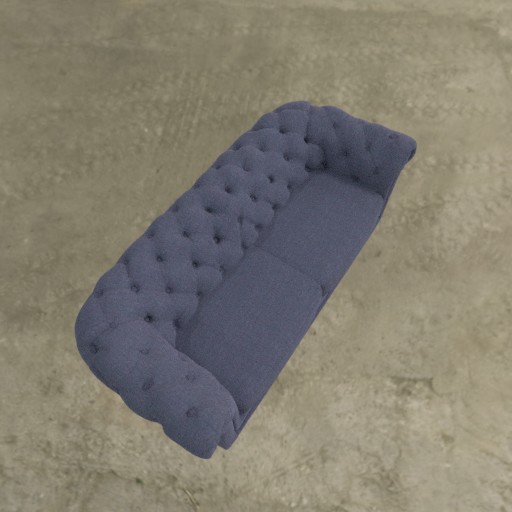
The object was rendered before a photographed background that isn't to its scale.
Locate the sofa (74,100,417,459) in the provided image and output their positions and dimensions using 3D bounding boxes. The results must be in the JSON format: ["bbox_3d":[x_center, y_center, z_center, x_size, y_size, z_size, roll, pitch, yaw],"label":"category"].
[{"bbox_3d":[0.000,0.000,2.823,1.046,0.836,2.335,30,62,18],"label":"sofa"}]
